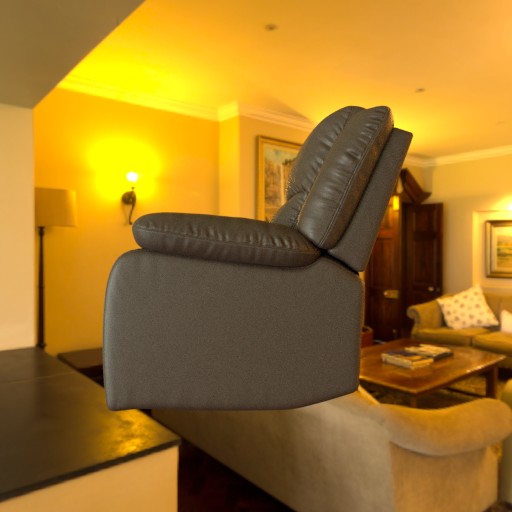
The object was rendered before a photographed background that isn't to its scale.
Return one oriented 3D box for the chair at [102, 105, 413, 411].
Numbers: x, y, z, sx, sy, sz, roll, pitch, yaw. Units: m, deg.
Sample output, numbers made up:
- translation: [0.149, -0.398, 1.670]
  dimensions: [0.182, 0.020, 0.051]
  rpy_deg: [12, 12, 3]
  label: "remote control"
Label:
- translation: [0.000, 0.000, 1.684]
  dimensions: [0.934, 1.009, 0.899]
  rpy_deg: [0, 1, 1]
  label: "chair"
